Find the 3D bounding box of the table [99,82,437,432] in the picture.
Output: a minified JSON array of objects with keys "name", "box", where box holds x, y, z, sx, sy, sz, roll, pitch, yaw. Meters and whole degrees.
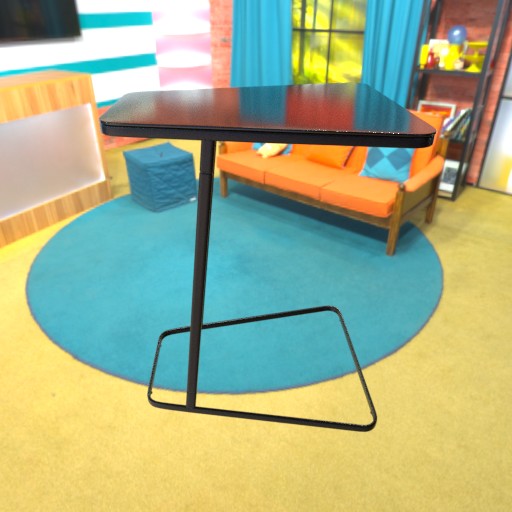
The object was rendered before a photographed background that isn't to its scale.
[{"name":"table","box":[0.000,0.000,0.939,0.500,0.624,0.427,-1,30,-2]}]
